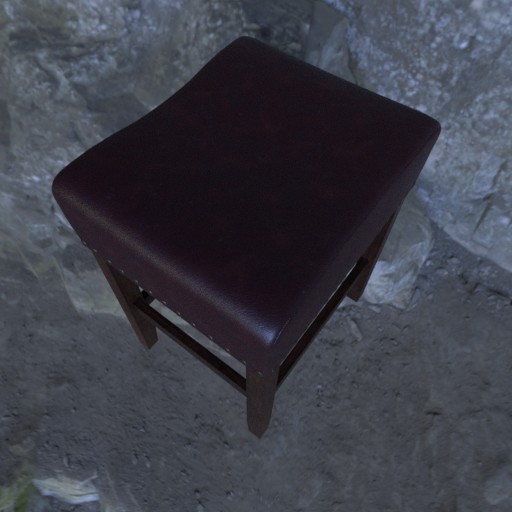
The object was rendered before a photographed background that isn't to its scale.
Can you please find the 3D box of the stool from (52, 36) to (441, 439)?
[{"bbox_3d":[0.000,0.000,0.899,0.397,0.608,0.465,33,63,19],"label":"stool"}]
